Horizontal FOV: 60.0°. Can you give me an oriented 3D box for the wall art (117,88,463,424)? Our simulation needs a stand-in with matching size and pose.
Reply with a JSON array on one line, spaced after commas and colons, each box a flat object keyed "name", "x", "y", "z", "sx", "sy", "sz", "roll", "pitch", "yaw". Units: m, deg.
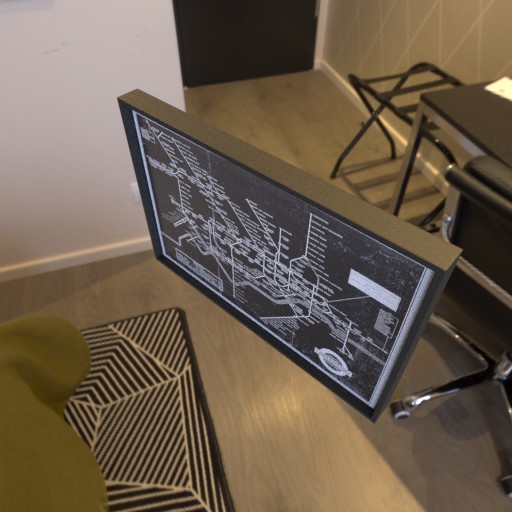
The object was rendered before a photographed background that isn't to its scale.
[{"name": "wall art", "x": 0.000, "y": 0.000, "z": 0.877, "sx": 0.671, "sy": 0.456, "sz": 0.051, "roll": 33, "pitch": 55, "yaw": 27}]
